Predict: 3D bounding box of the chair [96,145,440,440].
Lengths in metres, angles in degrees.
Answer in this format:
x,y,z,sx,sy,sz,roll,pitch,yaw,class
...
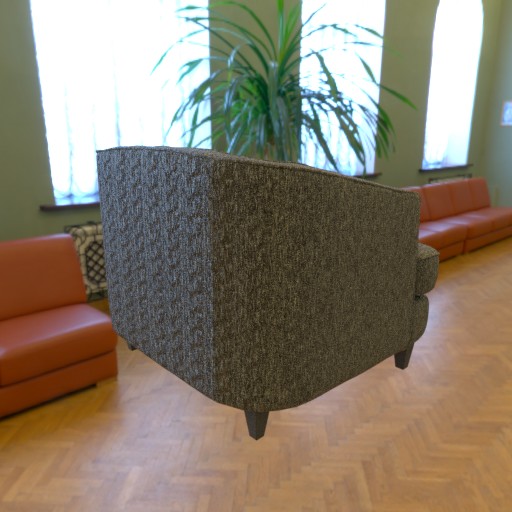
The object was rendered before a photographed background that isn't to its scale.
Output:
x,y,z,sx,sy,sz,roll,pitch,yaw,class
0.000,0.000,1.743,0.941,0.852,1.104,-14,20,-41,chair
